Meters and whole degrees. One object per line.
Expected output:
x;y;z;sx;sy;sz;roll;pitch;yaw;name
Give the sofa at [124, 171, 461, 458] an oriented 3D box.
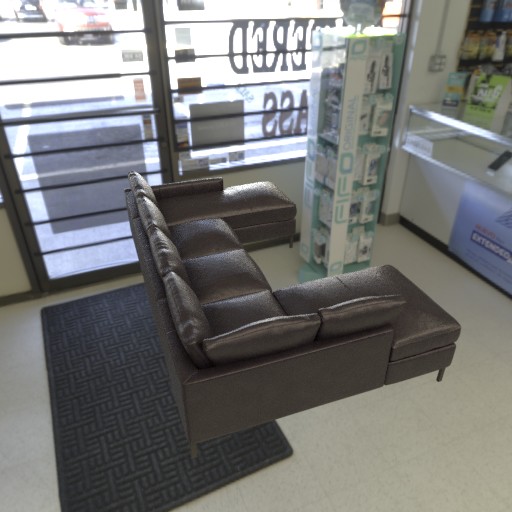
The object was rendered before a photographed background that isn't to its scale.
0.000;0.000;3.936;1.939;0.900;2.956;-11;33;-17;sofa
